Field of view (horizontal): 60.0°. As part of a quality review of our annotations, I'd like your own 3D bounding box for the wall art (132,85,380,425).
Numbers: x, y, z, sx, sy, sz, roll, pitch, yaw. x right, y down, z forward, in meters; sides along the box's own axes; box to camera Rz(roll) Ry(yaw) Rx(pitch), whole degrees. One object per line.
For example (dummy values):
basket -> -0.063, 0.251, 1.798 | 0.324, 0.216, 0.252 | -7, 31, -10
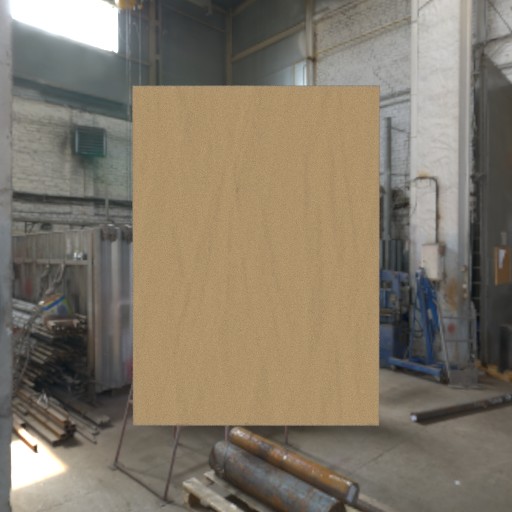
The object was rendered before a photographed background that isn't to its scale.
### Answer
wall art -> 0.000, 0.000, 1.463 | 0.810, 1.116, 0.016 | 0, 0, 0
